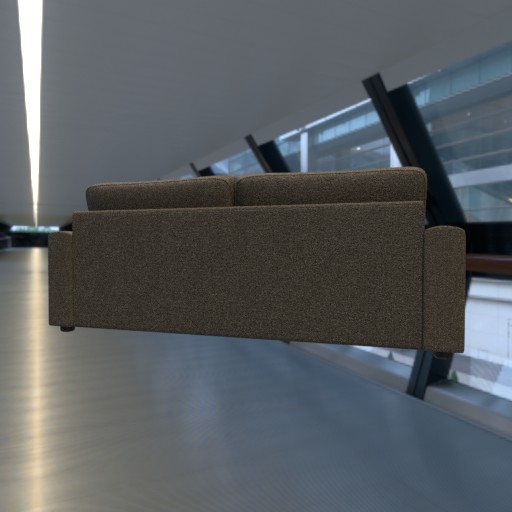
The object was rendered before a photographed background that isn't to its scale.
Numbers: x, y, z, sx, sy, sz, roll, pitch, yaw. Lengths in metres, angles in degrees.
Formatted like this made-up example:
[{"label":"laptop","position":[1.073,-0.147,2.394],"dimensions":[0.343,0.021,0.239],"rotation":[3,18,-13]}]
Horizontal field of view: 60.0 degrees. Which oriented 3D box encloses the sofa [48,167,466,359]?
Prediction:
[{"label":"sofa","position":[0.000,0.000,2.669],"dimensions":[2.179,0.873,1.016],"rotation":[0,1,18]}]
